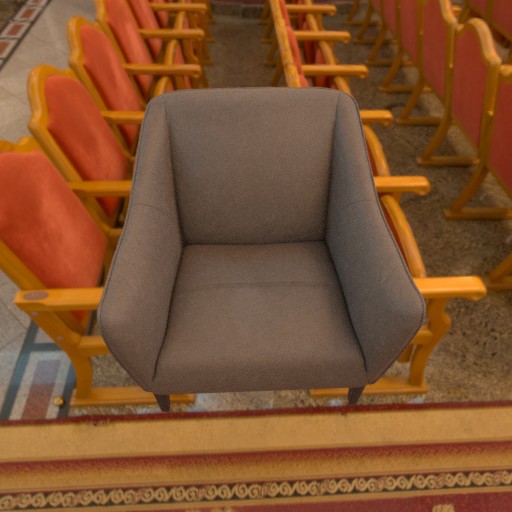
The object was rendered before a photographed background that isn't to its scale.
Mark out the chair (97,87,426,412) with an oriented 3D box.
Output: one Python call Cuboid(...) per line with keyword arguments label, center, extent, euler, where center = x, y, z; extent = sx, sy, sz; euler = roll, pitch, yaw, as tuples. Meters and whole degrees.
Cuboid(label="chair", center=(0.000, 0.000, 1.546), extent=(0.871, 0.830, 0.852), euler=(-2, 46, -2))
